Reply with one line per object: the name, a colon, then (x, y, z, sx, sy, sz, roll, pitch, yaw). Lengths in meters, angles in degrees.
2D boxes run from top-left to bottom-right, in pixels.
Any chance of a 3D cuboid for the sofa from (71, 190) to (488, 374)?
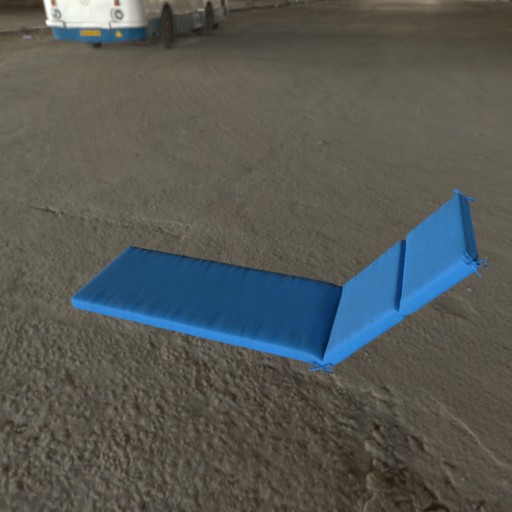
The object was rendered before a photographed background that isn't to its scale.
sofa: (0.000, 0.000, 1.917, 1.663, 0.622, 0.582, 10, 33, 16)
